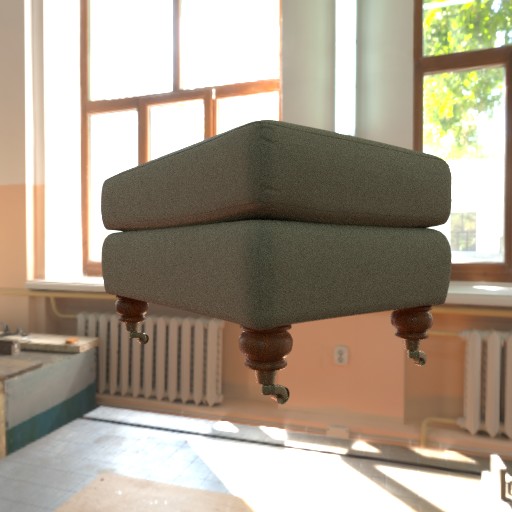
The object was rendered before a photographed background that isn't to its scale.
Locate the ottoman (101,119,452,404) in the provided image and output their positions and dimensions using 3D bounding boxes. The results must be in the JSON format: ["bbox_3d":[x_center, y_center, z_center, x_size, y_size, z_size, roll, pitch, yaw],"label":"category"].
[{"bbox_3d":[0.000,0.000,1.125,0.569,0.504,0.773,-1,1,-37],"label":"ottoman"}]
